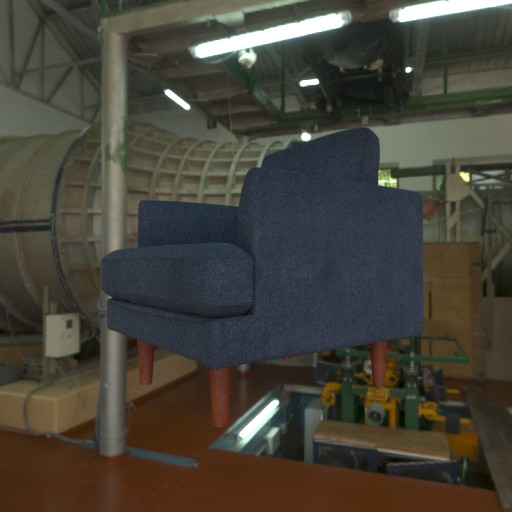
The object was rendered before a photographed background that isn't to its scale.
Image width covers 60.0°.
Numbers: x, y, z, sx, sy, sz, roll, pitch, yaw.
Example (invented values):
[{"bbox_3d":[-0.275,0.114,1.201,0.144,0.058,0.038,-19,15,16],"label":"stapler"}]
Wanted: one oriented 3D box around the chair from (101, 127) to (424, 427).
[{"bbox_3d":[0.000,0.000,1.640,0.899,0.957,0.858,1,-1,-36],"label":"chair"}]
